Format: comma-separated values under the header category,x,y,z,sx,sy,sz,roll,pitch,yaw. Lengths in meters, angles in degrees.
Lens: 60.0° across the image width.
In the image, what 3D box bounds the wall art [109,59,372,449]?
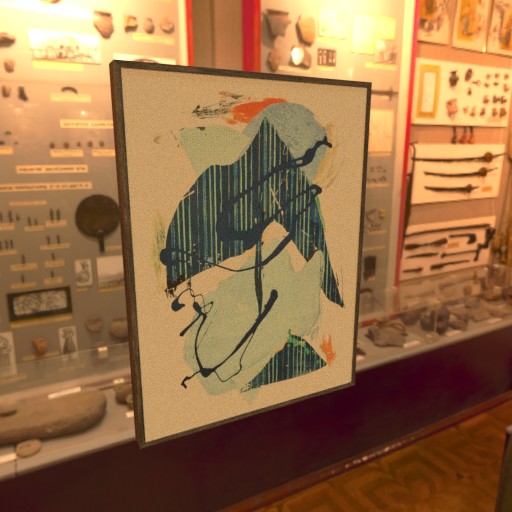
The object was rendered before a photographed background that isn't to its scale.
category,x,y,z,sx,sy,sz,roll,pitch,yaw
wall art,0.000,0.000,1.322,0.762,1.016,0.063,-7,15,-27
